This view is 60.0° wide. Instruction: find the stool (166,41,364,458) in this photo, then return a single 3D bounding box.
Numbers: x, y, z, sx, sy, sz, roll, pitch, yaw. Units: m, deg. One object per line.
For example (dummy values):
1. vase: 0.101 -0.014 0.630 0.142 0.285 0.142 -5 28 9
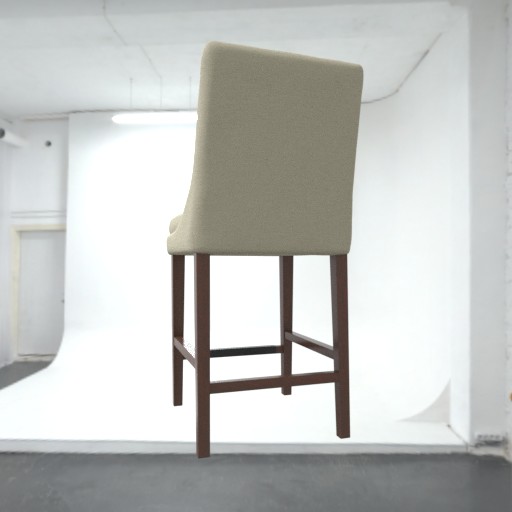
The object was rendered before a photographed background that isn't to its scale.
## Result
1. stool: 0.000 0.000 1.311 0.470 0.981 0.577 0 -1 -18
